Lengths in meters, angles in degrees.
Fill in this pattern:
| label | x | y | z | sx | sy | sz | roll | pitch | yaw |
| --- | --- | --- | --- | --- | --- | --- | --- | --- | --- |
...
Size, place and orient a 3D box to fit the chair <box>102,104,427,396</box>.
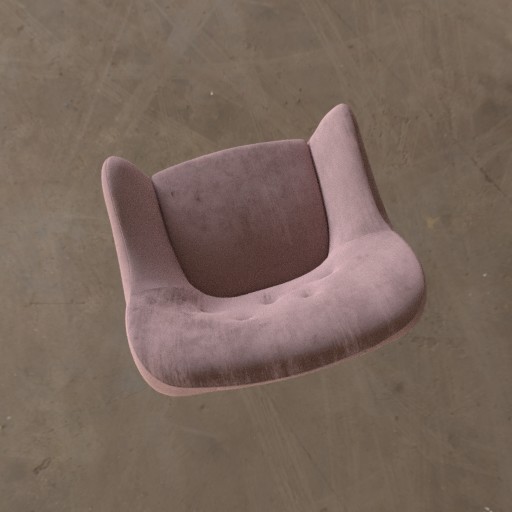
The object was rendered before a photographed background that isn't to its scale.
| label | x | y | z | sx | sy | sz | roll | pitch | yaw |
| --- | --- | --- | --- | --- | --- | --- | --- | --- | --- |
| chair | 0.000 | 0.000 | 1.508 | 0.840 | 0.820 | 0.820 | -14 | 75 | -4 |
